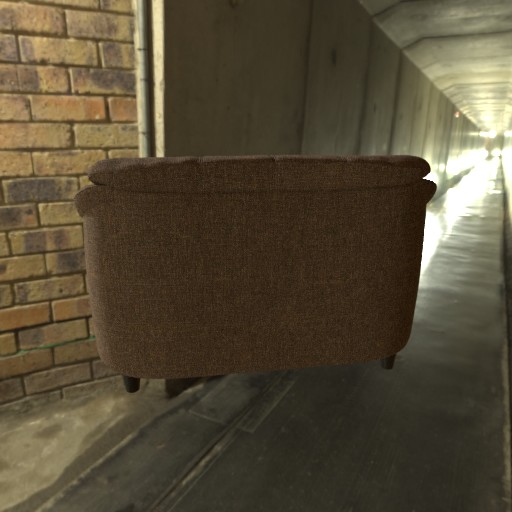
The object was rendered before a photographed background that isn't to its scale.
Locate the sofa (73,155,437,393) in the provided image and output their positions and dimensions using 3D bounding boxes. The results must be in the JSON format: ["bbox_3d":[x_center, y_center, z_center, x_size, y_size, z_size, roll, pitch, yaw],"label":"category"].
[{"bbox_3d":[0.000,0.000,1.939,1.404,0.895,0.799,-3,16,-9],"label":"sofa"}]
